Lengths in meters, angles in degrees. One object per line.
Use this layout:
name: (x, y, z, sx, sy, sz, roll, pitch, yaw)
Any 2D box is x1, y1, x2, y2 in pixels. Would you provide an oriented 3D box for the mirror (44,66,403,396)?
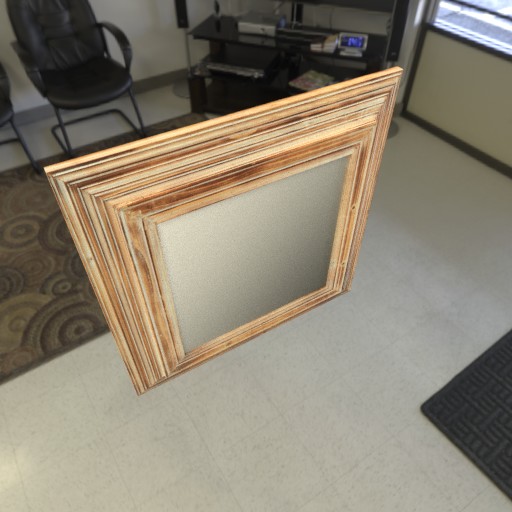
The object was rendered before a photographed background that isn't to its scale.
mirror: (0.000, 0.000, 1.168, 0.804, 0.804, 0.061, -23, 50, -21)
